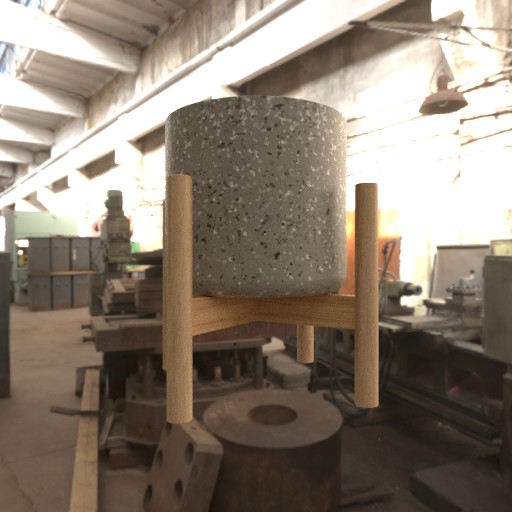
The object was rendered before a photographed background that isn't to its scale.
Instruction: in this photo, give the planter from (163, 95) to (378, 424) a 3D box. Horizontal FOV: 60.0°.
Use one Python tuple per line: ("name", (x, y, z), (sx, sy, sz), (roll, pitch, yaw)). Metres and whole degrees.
("planter", (0.000, 0.000, 0.553), (0.284, 0.320, 0.284), (0, 0, -35))
